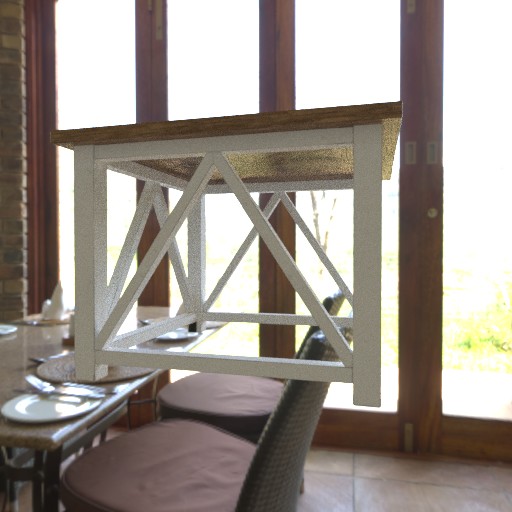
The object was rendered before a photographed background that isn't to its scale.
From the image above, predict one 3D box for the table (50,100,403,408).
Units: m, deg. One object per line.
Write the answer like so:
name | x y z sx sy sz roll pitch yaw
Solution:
table | 0.000 0.000 1.174 0.700 0.532 0.700 0 1 15
